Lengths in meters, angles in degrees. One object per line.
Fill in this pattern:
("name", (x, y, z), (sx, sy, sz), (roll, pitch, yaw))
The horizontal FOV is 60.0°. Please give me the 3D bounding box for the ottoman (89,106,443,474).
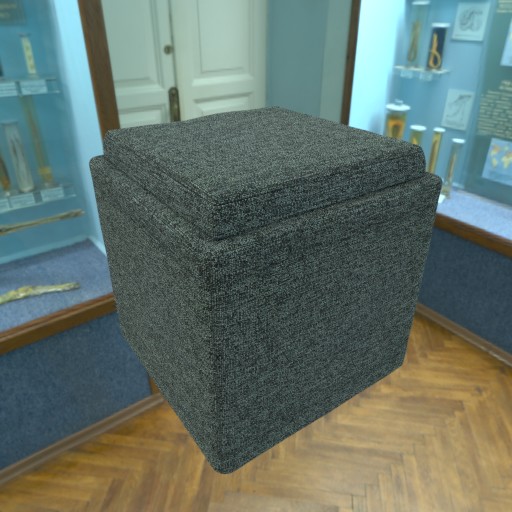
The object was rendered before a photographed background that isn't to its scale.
("ottoman", (0.000, 0.000, 0.841), (0.450, 0.463, 0.450), (-19, 35, -30))
